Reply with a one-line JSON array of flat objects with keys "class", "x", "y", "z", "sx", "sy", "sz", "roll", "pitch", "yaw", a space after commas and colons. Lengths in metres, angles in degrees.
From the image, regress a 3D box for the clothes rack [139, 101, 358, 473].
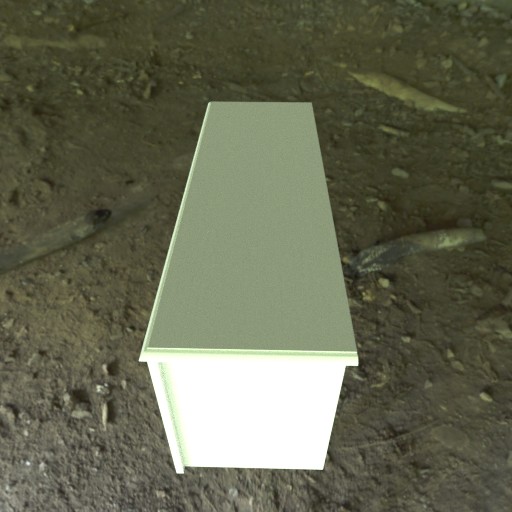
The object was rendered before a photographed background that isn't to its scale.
[{"class": "clothes rack", "x": 0.000, "y": 0.000, "z": 1.451, "sx": 0.405, "sy": 0.558, "sz": 1.218, "roll": 1, "pitch": 41, "yaw": 1}]
